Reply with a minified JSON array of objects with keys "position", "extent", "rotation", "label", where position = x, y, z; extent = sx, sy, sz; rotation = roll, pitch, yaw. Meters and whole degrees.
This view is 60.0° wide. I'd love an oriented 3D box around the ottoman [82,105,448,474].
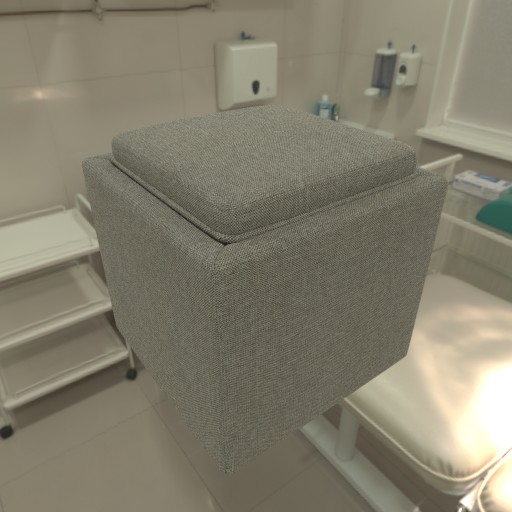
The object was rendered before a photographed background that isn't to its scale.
[{"position":[0.000,0.000,0.831],"extent":[0.450,0.460,0.450],"rotation":[-21,37,-31],"label":"ottoman"}]
